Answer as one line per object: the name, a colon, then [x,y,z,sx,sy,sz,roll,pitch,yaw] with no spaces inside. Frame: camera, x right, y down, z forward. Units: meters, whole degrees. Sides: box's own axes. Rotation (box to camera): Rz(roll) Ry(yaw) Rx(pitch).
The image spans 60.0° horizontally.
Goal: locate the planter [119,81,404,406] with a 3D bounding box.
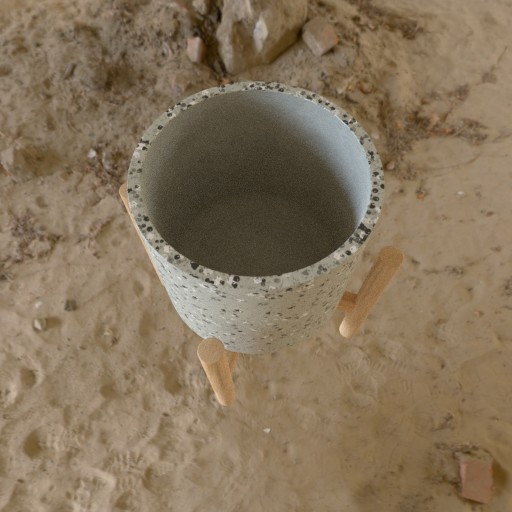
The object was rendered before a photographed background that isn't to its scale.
planter: [0.000,0.000,0.527,0.284,0.320,0.284,36,68,17]
